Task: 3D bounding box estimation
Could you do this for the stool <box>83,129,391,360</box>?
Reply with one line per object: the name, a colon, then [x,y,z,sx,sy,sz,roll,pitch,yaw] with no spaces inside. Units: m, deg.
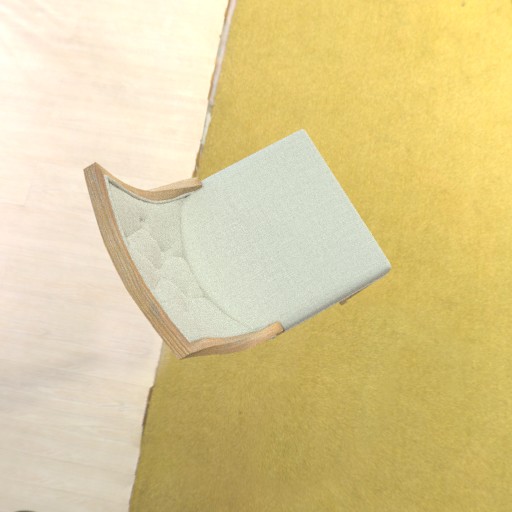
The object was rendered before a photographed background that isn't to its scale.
stool: [0.000,0.000,1.423,0.626,1.101,0.524,-28,78,-6]
